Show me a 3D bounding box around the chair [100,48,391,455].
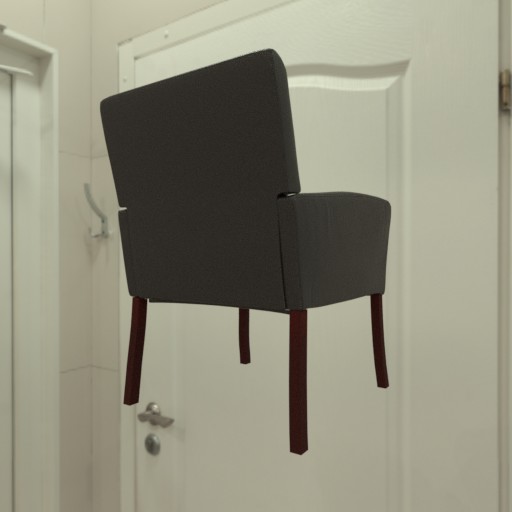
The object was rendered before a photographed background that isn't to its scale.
[{"bbox_3d":[0.000,0.000,1.478,0.683,0.951,0.772,0,0,34],"label":"chair"}]
